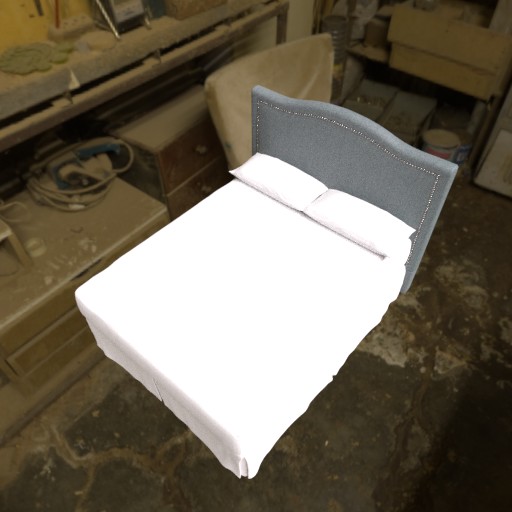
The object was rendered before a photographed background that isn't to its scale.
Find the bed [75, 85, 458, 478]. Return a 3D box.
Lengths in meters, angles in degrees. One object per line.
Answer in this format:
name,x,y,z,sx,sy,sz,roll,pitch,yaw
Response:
bed,0.000,0.000,3.233,1.753,1.460,2.143,32,55,26
